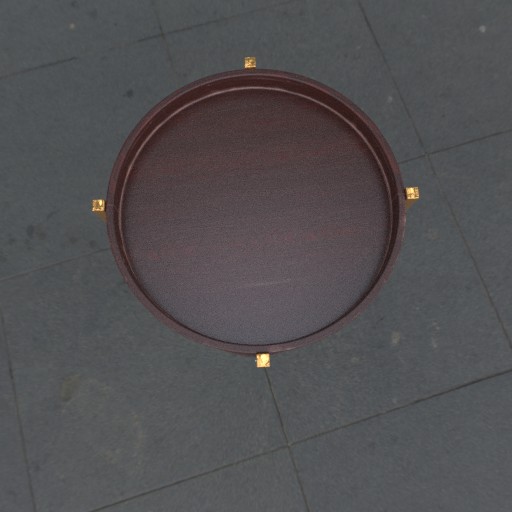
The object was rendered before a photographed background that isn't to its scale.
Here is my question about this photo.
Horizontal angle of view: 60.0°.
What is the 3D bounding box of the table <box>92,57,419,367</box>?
[{"bbox_3d":[0.000,0.000,0.839,0.400,0.610,0.400,-2,77,-1],"label":"table"}]
